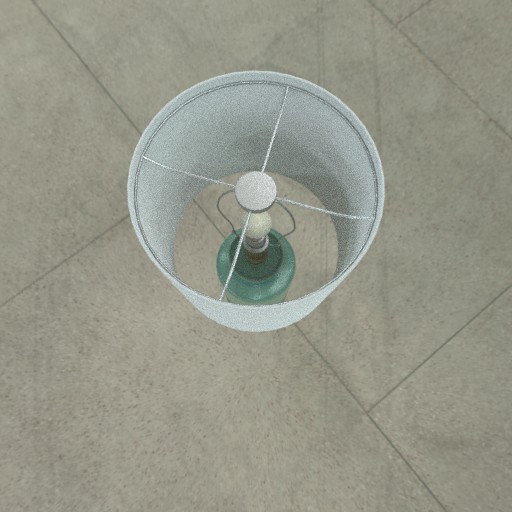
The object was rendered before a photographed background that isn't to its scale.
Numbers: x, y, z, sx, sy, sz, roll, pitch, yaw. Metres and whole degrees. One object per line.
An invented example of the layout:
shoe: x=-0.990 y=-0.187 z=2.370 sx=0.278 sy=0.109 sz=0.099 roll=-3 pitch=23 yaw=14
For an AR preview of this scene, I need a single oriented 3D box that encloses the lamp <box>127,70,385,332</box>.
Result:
lamp: x=0.000 y=0.000 z=0.603 sx=0.212 sy=0.493 sz=0.212 roll=16 pitch=76 yaw=4
